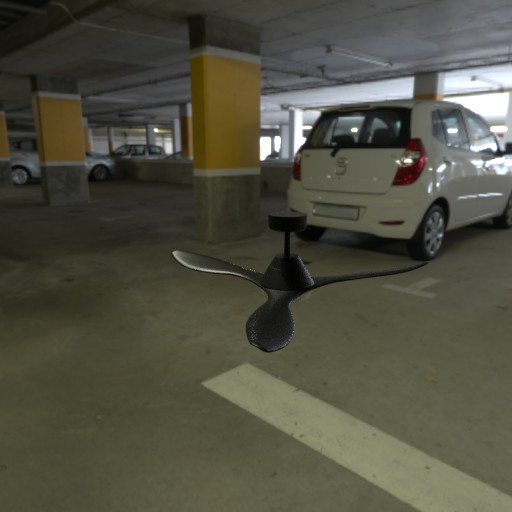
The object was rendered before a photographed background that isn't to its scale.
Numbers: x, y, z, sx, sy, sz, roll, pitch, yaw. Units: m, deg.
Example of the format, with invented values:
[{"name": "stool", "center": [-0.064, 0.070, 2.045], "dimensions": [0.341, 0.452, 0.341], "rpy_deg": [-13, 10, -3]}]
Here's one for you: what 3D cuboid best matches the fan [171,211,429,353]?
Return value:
[{"name": "fan", "center": [0.000, 0.000, 1.616], "dimensions": [1.067, 0.305, 1.067], "rpy_deg": [7, 15, 27]}]
